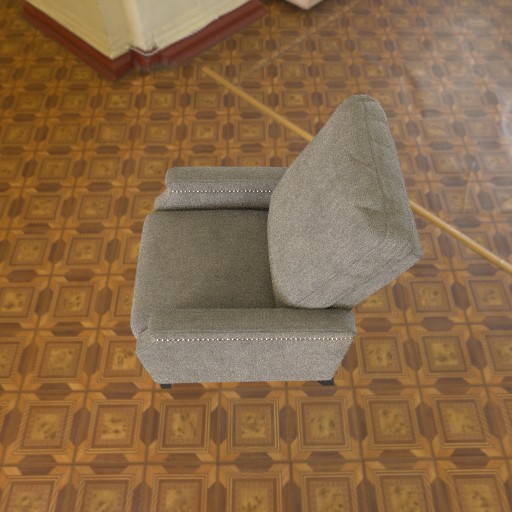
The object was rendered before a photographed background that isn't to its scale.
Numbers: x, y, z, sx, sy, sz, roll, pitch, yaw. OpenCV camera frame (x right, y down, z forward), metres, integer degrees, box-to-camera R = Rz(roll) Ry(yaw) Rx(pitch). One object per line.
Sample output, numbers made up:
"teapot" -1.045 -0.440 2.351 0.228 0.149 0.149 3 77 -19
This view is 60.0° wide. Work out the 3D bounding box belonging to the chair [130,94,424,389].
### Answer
"chair" 0.000 0.000 1.657 0.922 1.049 0.710 -1 58 -1
